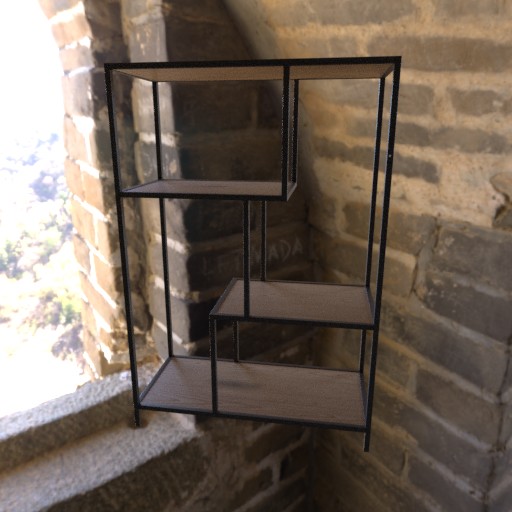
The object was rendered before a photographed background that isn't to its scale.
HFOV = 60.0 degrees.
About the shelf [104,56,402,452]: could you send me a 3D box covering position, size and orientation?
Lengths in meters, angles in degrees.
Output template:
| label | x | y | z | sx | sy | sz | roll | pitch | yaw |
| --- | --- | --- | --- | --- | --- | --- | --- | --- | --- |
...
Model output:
| label | x | y | z | sx | sy | sz | roll | pitch | yaw |
| --- | --- | --- | --- | --- | --- | --- | --- | --- | --- |
| shelf | 0.000 | 0.000 | 1.450 | 0.770 | 1.138 | 0.350 | 3 | 16 | 9 |
